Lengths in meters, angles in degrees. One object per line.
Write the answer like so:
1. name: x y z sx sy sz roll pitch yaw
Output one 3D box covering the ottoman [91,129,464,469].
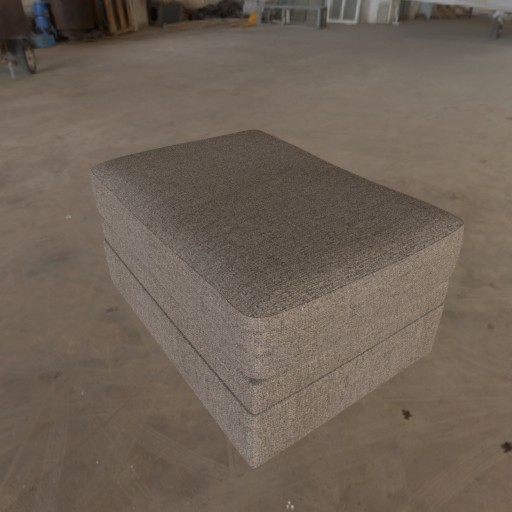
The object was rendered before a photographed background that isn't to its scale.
1. ottoman: 0.000 0.000 1.262 0.637 0.478 0.885 -21 38 -29
